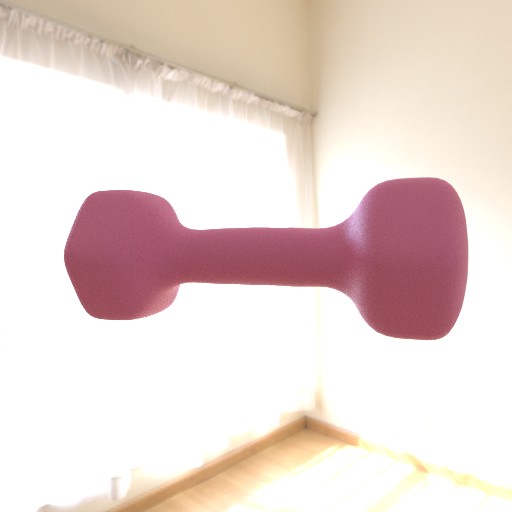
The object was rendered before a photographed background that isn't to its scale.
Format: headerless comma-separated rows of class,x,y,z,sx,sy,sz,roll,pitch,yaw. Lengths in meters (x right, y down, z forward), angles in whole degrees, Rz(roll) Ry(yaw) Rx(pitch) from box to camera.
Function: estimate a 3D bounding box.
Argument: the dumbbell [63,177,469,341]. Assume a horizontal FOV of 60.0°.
dumbbell,0.000,0.000,0.184,0.159,0.058,0.064,1,2,18
